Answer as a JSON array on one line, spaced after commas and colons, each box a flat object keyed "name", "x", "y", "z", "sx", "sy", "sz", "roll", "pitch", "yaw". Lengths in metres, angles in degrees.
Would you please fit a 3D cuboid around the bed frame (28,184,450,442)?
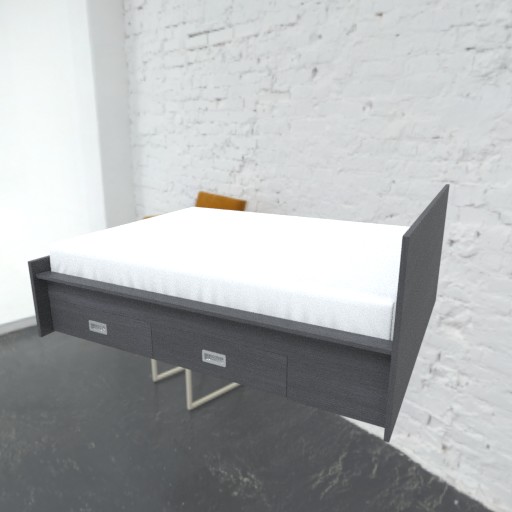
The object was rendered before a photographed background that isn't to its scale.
[{"name": "bed frame", "x": 0.000, "y": 0.000, "z": 2.688, "sx": 1.960, "sy": 0.800, "sz": 1.622, "roll": 8, "pitch": 18, "yaw": 26}]
